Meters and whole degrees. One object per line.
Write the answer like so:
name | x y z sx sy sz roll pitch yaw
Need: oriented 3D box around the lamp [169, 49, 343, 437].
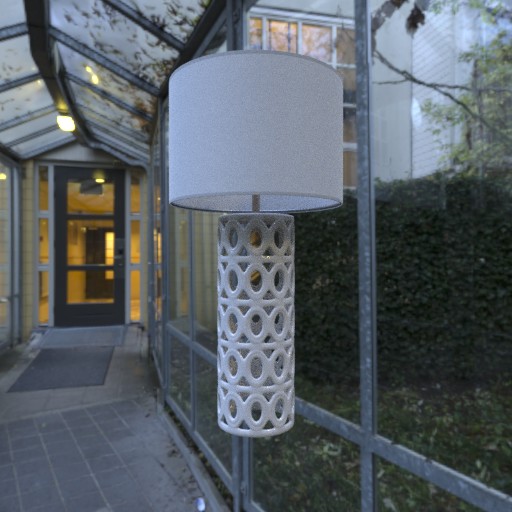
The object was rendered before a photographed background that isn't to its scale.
lamp | 0.000 0.000 0.845 0.325 0.636 0.324 0 0 -19
